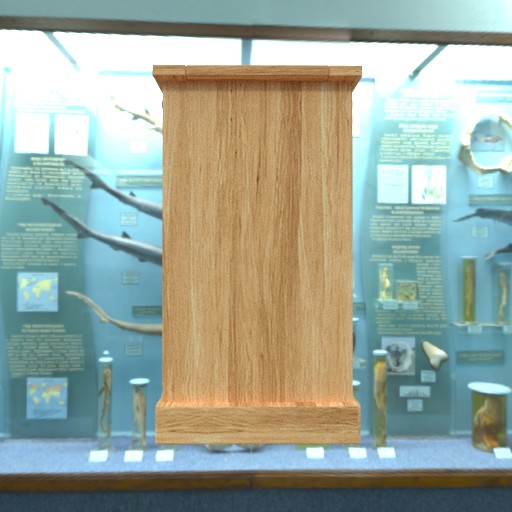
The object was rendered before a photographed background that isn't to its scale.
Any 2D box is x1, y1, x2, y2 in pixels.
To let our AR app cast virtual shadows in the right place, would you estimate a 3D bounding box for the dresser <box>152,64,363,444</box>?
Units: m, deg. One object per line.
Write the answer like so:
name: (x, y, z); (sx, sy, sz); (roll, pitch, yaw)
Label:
dresser: (0.000, 0.000, 1.352); (0.410, 0.740, 0.990); (0, -1, 0)
